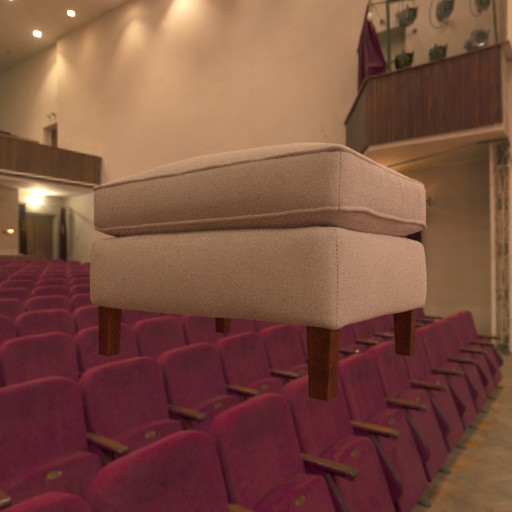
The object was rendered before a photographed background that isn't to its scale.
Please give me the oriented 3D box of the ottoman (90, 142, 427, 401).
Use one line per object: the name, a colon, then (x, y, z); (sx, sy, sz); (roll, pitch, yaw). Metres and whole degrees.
ottoman: (0.000, 0.000, 1.035); (0.665, 0.456, 0.501); (-1, -1, 36)
